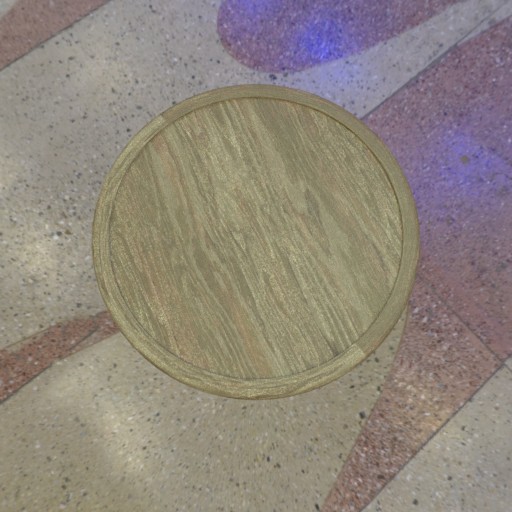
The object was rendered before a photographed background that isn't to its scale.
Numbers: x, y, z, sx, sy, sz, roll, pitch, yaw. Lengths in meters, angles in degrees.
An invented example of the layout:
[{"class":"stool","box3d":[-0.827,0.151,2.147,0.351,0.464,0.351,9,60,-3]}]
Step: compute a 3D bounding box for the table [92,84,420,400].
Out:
[{"class":"table","box3d":[0.000,0.000,1.030,0.607,0.450,0.607,0,76,0]}]
